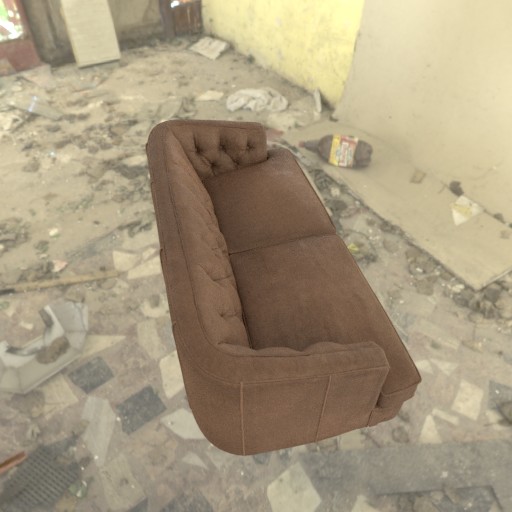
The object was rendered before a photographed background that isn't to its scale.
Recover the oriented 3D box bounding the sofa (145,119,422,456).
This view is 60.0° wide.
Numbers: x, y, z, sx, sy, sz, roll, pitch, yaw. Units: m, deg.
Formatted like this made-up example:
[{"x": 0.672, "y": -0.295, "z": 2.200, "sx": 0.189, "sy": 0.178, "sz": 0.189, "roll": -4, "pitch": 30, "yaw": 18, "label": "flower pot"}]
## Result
[{"x": 0.000, "y": 0.000, "z": 2.251, "sx": 0.917, "sy": 0.799, "sz": 1.767, "roll": -10, "pitch": 46, "yaw": -10, "label": "sofa"}]
